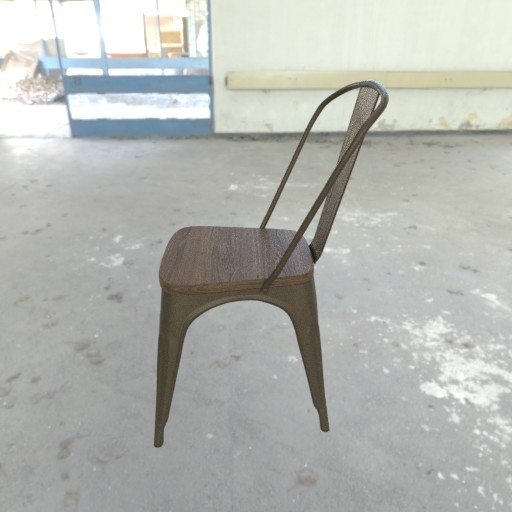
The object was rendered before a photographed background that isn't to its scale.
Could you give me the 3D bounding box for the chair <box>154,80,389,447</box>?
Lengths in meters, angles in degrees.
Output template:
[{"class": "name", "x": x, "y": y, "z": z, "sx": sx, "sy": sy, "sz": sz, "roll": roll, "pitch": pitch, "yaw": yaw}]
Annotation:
[{"class": "chair", "x": 0.000, "y": 0.000, "z": 1.146, "sx": 0.532, "sy": 0.844, "sz": 0.451, "roll": -1, "pitch": 25, "yaw": -2}]
